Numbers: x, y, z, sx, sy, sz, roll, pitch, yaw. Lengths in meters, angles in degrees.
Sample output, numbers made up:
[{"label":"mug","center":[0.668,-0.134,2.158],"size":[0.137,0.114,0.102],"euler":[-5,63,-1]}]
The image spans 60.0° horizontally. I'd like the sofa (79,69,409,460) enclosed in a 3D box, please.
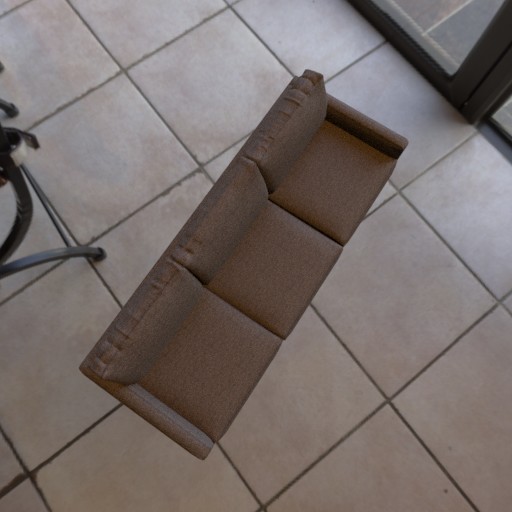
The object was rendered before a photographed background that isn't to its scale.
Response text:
[{"label":"sofa","center":[0.000,0.000,2.758],"size":[0.876,0.882,2.253],"euler":[33,78,8]}]
